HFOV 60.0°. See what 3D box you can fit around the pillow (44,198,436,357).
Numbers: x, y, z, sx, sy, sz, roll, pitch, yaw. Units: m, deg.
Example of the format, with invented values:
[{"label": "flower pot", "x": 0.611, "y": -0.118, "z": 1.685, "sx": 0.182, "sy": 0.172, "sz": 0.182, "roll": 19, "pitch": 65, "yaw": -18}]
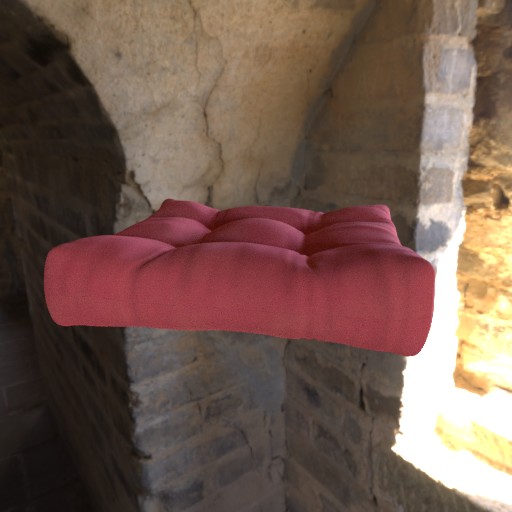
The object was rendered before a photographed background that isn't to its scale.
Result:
[{"label": "pillow", "x": 0.000, "y": 0.000, "z": 0.738, "sx": 0.490, "sy": 0.128, "sz": 0.468, "roll": 2, "pitch": 15, "yaw": 9}]
